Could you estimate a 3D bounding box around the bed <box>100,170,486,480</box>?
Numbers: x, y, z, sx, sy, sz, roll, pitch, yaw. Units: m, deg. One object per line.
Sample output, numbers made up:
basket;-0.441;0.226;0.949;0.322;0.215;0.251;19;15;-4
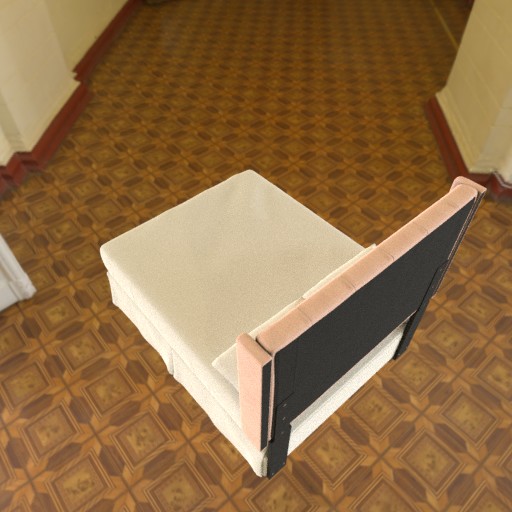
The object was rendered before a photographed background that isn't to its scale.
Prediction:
bed;0.000;0.000;3.250;1.719;1.665;2.066;-32;55;-26
